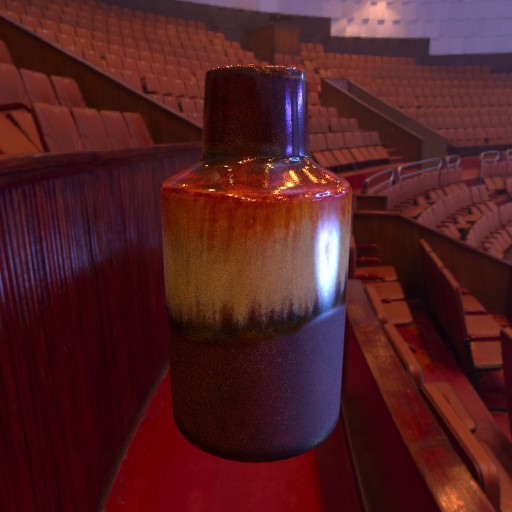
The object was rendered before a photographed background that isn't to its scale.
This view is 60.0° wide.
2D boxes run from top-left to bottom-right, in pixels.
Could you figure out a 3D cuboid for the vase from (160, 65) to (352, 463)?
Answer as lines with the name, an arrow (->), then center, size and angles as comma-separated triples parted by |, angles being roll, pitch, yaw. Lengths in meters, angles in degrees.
vase -> 0.000, 0.000, 0.263 | 0.108, 0.204, 0.108 | 0, 16, 0
